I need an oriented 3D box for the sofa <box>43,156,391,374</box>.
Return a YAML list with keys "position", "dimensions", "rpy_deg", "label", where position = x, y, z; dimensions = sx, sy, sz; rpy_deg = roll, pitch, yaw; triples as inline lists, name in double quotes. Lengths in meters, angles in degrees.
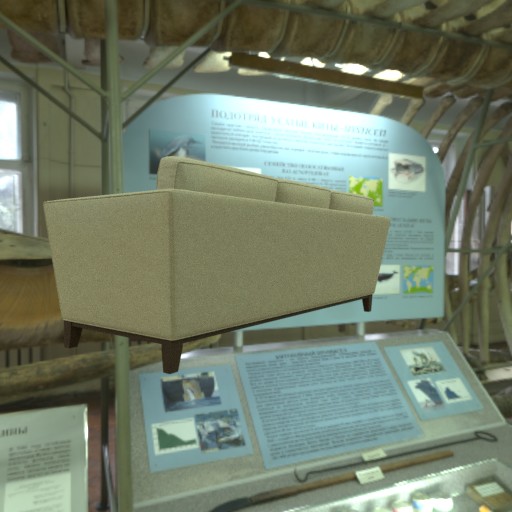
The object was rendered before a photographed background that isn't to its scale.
- position: [0.000, 0.000, 2.949]
  dimensions: [0.965, 0.940, 2.388]
  rpy_deg: [1, 2, 37]
  label: "sofa"
